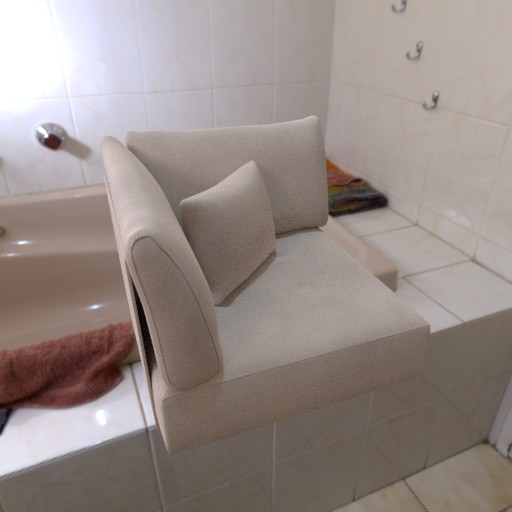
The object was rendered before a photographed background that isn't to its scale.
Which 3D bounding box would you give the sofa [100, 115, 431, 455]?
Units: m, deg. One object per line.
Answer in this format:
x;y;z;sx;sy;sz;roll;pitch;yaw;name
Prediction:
0.000;0.000;1.725;1.000;0.820;1.000;-11;31;-18;sofa
